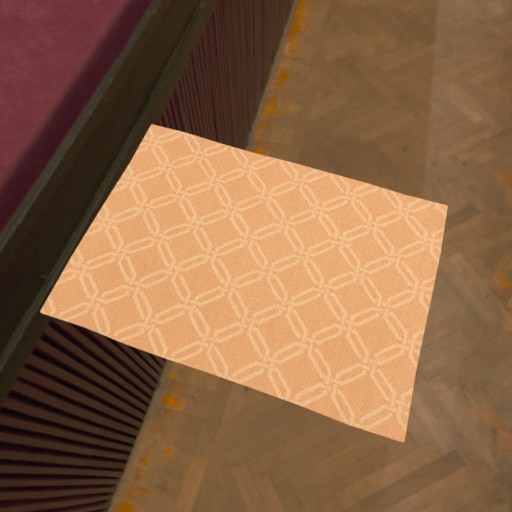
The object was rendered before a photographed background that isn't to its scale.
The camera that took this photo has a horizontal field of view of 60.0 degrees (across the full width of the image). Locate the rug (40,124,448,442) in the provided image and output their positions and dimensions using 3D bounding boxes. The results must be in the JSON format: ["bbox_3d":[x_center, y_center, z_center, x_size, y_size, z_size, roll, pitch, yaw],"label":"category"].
[{"bbox_3d":[0.000,0.000,2.717,2.135,0.013,1.524,17,65,8],"label":"rug"}]
